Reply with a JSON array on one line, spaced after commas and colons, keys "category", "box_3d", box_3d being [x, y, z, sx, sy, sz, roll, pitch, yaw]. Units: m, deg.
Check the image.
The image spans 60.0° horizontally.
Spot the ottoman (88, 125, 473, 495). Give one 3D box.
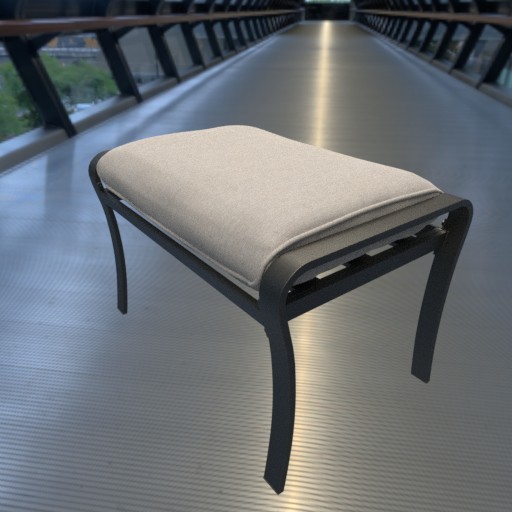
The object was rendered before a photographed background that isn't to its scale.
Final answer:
[{"category": "ottoman", "box_3d": [0.000, 0.000, 0.874, 0.406, 0.422, 0.610, -20, 34, -33]}]
